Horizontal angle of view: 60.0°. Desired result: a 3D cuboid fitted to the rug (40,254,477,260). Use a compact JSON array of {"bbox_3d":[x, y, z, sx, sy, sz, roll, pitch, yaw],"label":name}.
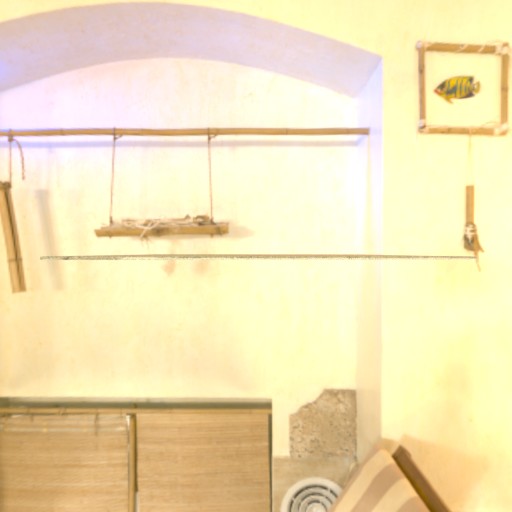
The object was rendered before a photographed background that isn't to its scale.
[{"bbox_3d":[0.000,0.000,3.965,2.420,0.019,3.038,0,0,-1],"label":"rug"}]
